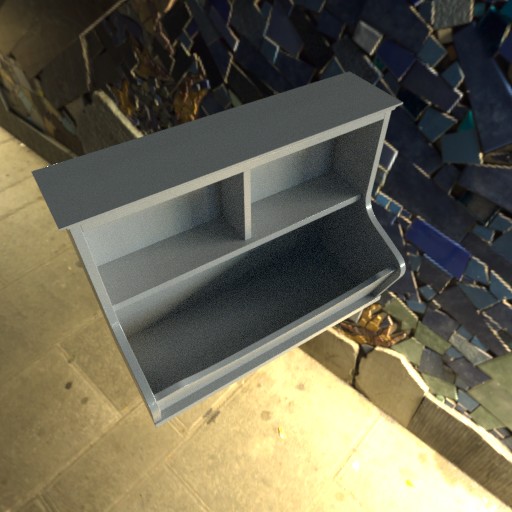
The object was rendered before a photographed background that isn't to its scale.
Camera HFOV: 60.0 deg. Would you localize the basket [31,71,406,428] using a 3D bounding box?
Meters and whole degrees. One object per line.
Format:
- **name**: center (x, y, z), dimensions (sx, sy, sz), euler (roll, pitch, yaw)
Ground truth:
- **basket**: center (0.000, 0.000, 1.096), dimensions (0.780, 0.600, 0.350), euler (-25, 52, -21)
